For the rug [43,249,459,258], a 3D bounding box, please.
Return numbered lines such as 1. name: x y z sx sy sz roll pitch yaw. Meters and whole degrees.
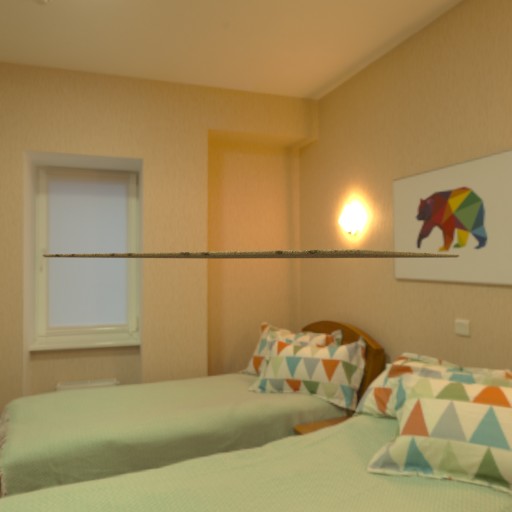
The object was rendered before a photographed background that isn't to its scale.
1. rug: 0.000 0.000 4.056 3.000 0.026 2.399 0 -1 35
